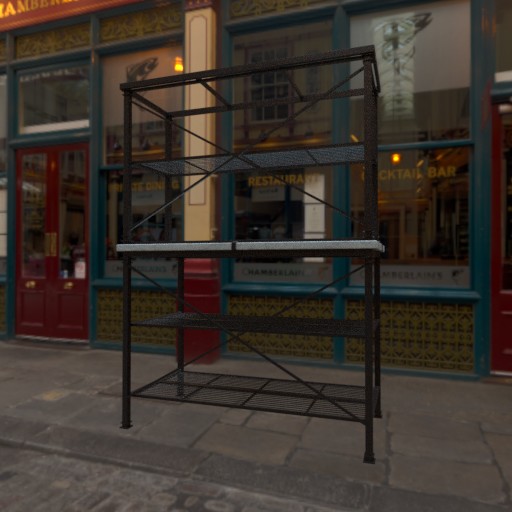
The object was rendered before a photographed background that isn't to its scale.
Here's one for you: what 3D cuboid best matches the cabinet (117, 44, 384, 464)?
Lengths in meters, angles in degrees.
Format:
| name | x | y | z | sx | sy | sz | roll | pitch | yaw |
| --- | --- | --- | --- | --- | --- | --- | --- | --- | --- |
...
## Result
| name | x | y | z | sx | sy | sz | roll | pitch | yaw |
| --- | --- | --- | --- | --- | --- | --- | --- | --- | --- |
| cabinet | 0.000 | 0.000 | 2.210 | 1.210 | 1.659 | 0.610 | 0 | -1 | 19 |
